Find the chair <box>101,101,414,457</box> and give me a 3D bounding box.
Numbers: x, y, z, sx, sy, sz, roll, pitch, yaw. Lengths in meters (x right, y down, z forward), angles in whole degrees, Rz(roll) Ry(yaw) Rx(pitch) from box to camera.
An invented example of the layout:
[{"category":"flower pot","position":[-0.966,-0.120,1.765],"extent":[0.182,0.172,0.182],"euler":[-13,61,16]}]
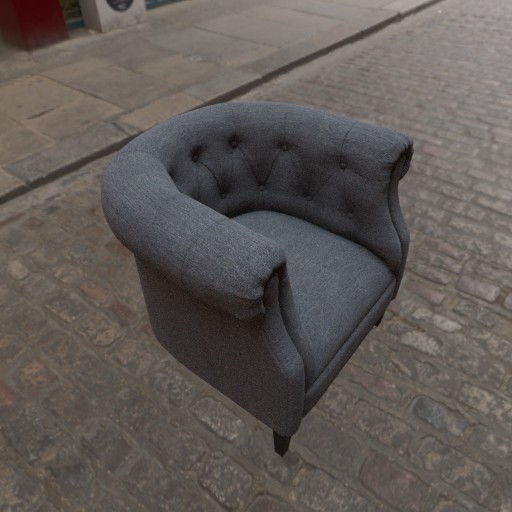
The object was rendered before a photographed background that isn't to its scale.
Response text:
[{"category":"chair","position":[0.000,0.000,1.565],"extent":[0.852,0.827,0.905],"euler":[27,48,28]}]
